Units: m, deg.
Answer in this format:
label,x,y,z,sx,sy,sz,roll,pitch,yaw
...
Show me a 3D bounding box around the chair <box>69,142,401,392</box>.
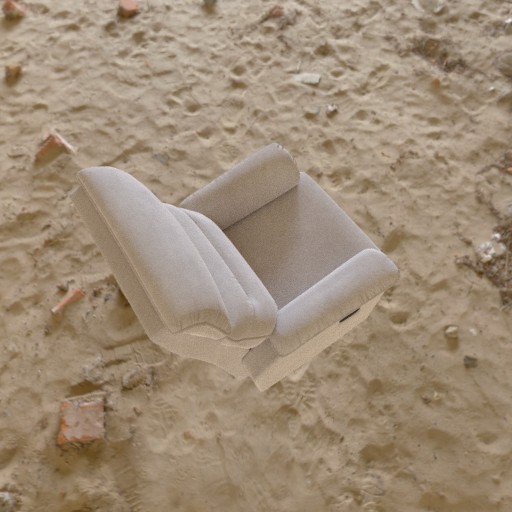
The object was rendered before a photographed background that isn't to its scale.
label,x,y,z,sx,sy,sz,roll,pitch,yaw
chair,0.000,0.000,1.745,1.001,1.039,0.820,-30,64,-16
